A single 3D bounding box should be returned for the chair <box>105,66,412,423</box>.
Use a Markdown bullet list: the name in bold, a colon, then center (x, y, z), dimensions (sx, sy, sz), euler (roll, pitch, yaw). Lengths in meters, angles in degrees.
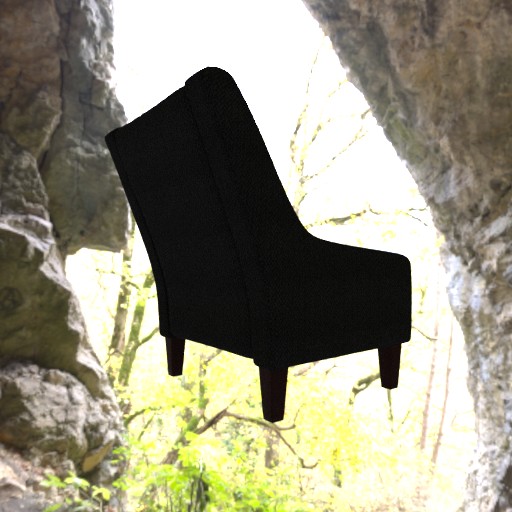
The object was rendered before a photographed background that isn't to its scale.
- **chair**: center (0.000, 0.000, 1.735), dimensions (0.944, 1.012, 0.793), euler (1, -1, -37)
